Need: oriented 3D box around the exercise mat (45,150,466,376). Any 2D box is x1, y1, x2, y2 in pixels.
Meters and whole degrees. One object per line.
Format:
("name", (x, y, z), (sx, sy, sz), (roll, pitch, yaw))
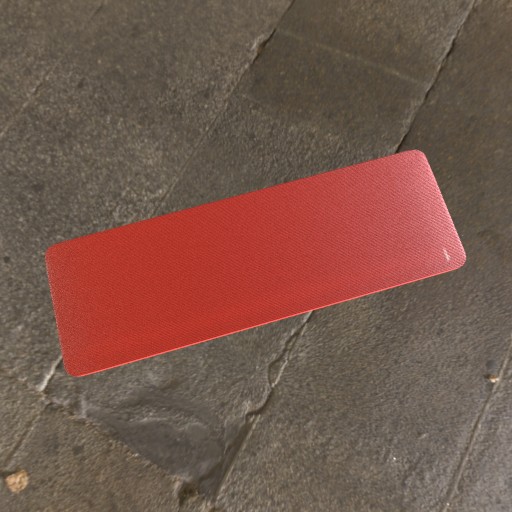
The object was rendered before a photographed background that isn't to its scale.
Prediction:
("exercise mat", (0.000, 0.000, 2.038), (1.869, 0.021, 0.616), (-15, 76, -4))
